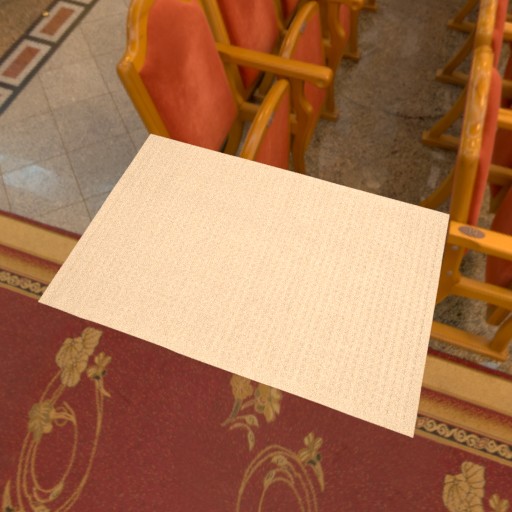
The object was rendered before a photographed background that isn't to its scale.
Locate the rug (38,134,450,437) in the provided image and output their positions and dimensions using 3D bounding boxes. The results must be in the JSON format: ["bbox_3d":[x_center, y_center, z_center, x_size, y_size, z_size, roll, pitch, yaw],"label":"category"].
[{"bbox_3d":[0.000,0.000,2.878,2.289,0.006,1.523,17,61,10],"label":"rug"}]
